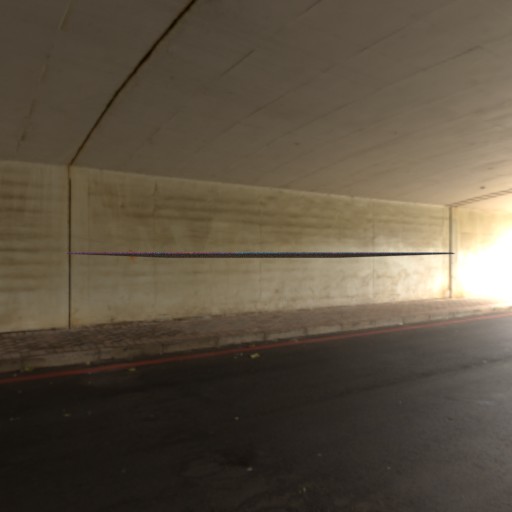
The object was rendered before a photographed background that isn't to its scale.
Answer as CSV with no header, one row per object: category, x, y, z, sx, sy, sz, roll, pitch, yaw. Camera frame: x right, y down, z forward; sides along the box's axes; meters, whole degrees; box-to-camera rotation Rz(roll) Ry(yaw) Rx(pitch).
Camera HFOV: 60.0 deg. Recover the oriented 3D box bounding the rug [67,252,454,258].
rug,0.000,0.000,3.723,2.007,0.013,2.896,0,-1,-1
